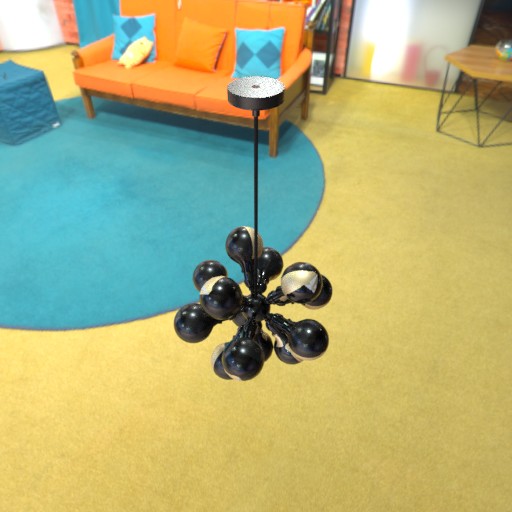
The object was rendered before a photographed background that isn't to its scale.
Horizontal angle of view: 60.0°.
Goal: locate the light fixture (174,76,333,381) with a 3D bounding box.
[{"bbox_3d":[0.000,0.000,1.127,0.468,0.859,0.420,-13,43,-15],"label":"light fixture"}]
